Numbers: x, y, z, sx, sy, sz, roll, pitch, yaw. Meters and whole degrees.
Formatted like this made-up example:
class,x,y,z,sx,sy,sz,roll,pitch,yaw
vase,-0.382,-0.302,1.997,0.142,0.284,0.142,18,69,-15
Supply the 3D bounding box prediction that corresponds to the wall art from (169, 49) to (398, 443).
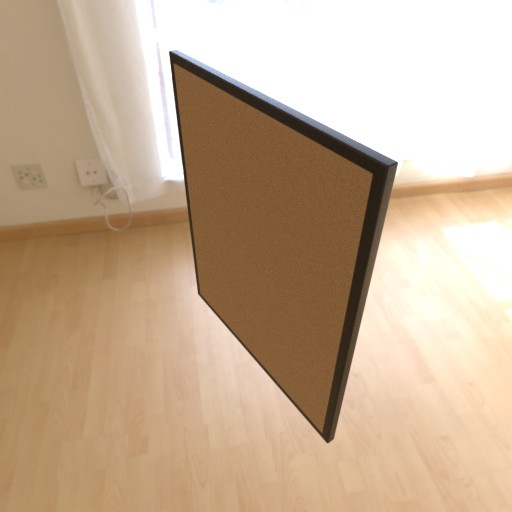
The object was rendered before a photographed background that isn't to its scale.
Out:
class,x,y,z,sx,sy,sz,roll,pitch,yaw
wall art,0.000,0.000,0.789,0.018,0.582,0.481,-25,47,-26
